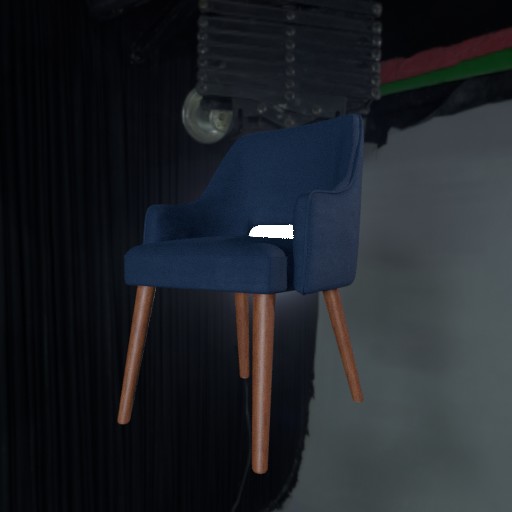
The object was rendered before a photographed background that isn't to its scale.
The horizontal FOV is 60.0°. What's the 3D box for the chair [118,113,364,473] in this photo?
[{"bbox_3d":[0.000,0.000,1.227,0.559,0.844,0.591,0,1,36],"label":"chair"}]
